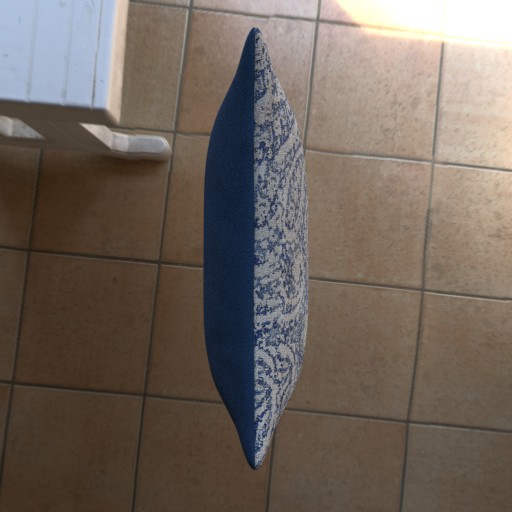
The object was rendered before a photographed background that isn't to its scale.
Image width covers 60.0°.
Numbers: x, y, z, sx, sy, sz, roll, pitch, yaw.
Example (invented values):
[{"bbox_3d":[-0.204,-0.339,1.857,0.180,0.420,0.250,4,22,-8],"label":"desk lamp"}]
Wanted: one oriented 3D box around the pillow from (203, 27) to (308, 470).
[{"bbox_3d":[0.000,0.000,0.765,0.166,0.510,0.523,0,88,-1],"label":"pillow"}]
